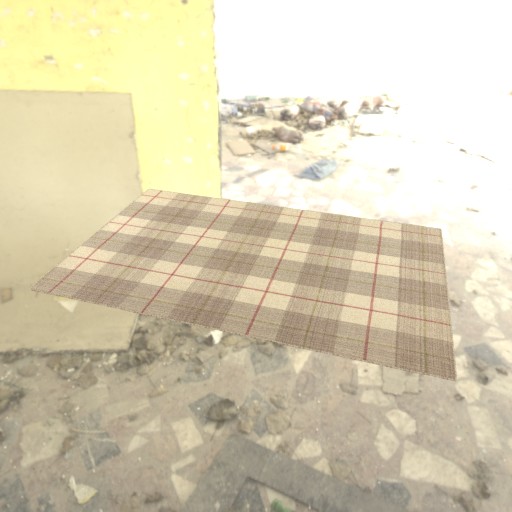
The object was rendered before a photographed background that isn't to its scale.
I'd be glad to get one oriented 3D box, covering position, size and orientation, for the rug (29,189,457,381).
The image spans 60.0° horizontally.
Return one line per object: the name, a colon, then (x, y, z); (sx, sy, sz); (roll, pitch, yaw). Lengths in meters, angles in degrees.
rug: (0.000, 0.000, 3.026); (2.464, 0.010, 1.549); (9, 34, 14)
